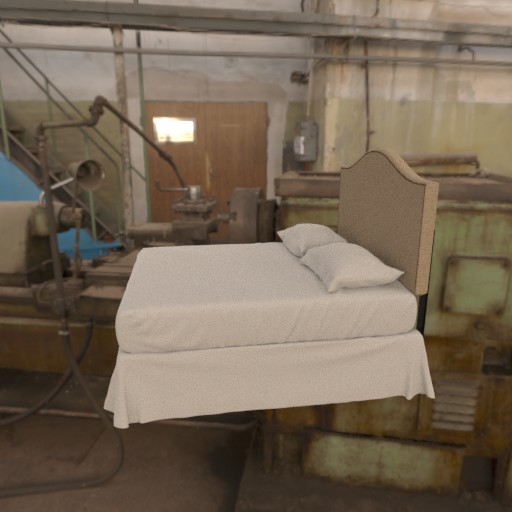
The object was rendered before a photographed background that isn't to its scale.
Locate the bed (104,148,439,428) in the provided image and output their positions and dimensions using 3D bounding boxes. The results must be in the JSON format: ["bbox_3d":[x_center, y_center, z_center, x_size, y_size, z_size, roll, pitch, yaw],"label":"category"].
[{"bbox_3d":[0.000,0.000,3.498,2.221,1.645,1.876,-2,15,-9],"label":"bed"}]
